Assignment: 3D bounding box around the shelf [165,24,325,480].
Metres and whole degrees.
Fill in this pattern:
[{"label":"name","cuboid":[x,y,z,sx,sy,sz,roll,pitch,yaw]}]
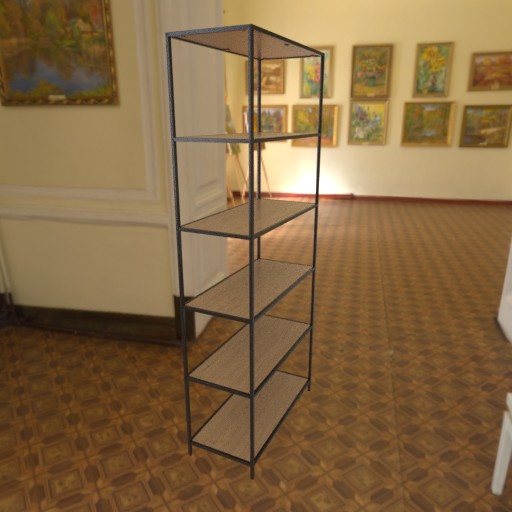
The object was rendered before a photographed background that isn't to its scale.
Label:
[{"label":"shelf","cuboid":[0.000,0.000,2.125,0.350,1.850,0.770,8,19,25]}]
